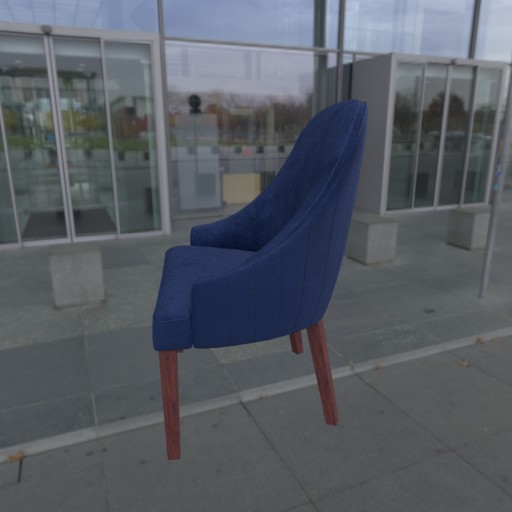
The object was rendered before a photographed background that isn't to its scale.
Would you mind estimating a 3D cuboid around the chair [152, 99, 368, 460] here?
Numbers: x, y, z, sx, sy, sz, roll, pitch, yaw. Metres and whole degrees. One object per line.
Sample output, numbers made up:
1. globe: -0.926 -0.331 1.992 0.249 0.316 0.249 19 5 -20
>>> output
1. chair: 0.000 0.000 1.328 0.575 0.889 0.643 -2 16 -8
